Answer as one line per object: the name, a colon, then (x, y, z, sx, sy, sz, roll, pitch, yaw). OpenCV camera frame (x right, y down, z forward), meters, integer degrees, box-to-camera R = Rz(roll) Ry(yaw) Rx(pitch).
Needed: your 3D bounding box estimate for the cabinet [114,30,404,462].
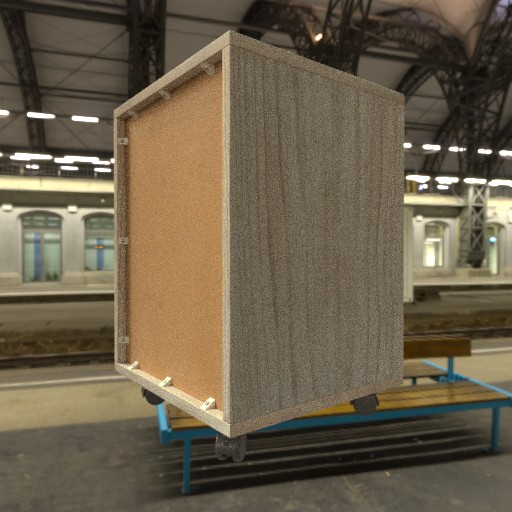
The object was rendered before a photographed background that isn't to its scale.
cabinet: (0.000, 0.000, 0.848, 0.401, 0.579, 0.409, -1, 1, -38)
